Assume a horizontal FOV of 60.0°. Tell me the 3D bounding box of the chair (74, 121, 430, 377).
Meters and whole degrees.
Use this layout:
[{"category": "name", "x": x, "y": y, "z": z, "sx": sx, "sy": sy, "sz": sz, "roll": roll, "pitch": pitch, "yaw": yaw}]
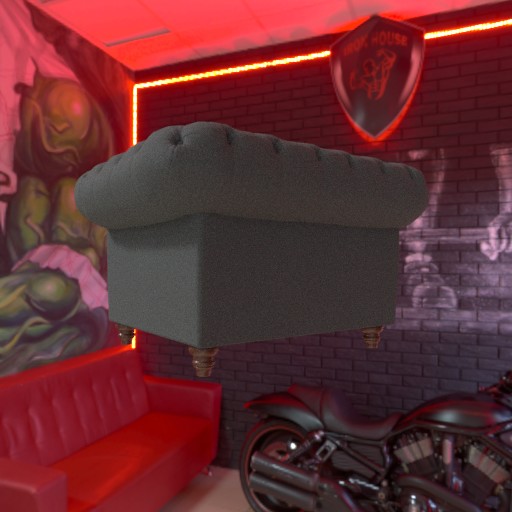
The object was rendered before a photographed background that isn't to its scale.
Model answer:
[{"category": "chair", "x": 0.000, "y": 0.000, "z": 1.861, "sx": 1.270, "sy": 0.770, "sz": 0.976, "roll": 1, "pitch": -2, "yaw": -36}]
